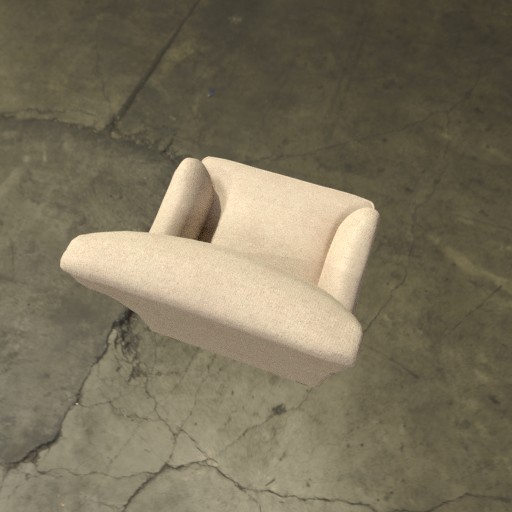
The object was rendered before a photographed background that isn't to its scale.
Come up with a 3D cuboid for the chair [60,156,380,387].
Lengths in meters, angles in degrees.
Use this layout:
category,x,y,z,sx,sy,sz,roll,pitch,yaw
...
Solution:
category,x,y,z,sx,sy,sz,roll,pitch,yaw
chair,0.000,0.000,1.834,0.879,1.119,0.953,17,64,9
